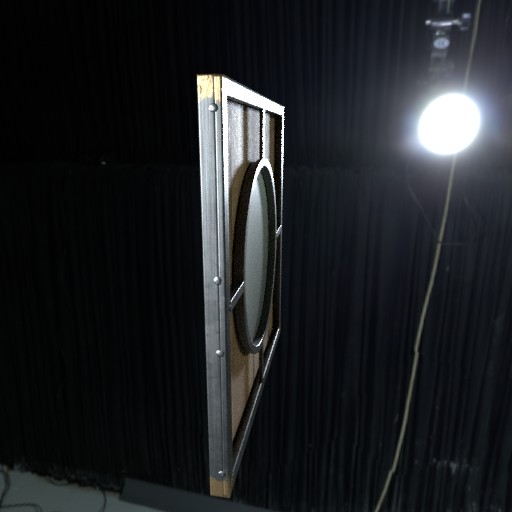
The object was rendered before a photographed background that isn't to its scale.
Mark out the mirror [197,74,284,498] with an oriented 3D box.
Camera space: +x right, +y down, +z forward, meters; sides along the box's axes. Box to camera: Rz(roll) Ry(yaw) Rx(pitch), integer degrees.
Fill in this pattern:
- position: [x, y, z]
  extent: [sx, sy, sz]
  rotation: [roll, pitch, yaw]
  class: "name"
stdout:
- position: [0.000, 0.000, 0.559]
  extent: [0.020, 0.381, 0.382]
  rotation: [3, 15, 10]
  class: "mirror"
